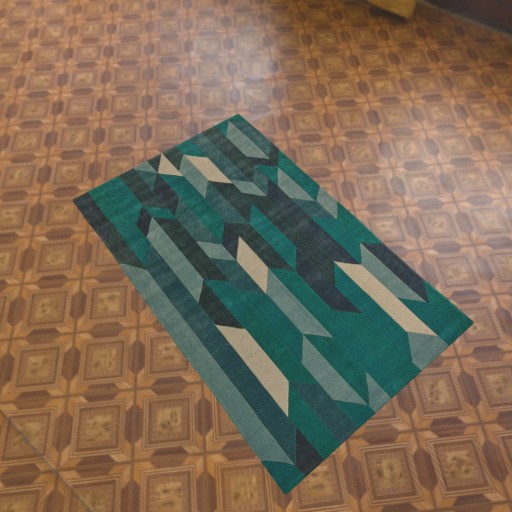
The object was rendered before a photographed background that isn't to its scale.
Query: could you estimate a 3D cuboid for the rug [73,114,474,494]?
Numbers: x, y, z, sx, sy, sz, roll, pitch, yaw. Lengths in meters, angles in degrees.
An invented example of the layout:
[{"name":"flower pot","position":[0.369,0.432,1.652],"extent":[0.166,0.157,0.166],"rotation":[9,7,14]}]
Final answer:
[{"name":"rug","position":[0.000,0.000,2.981],"extent":[1.528,0.005,2.420],"rotation":[-34,64,-19]}]
